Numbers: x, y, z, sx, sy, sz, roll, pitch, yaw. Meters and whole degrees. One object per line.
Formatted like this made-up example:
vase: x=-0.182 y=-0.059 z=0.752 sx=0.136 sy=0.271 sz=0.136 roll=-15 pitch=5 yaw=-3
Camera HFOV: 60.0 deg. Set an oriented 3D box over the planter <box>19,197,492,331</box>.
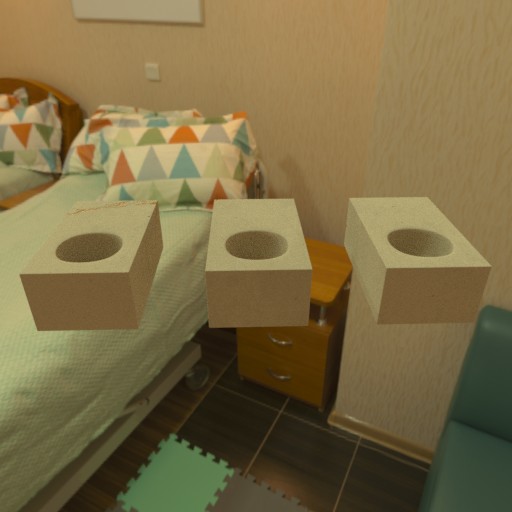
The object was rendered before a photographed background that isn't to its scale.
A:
planter: x=0.000 y=0.000 z=0.379 sx=0.333 sy=0.051 sz=0.127 roll=-1 pitch=30 yaw=-1
